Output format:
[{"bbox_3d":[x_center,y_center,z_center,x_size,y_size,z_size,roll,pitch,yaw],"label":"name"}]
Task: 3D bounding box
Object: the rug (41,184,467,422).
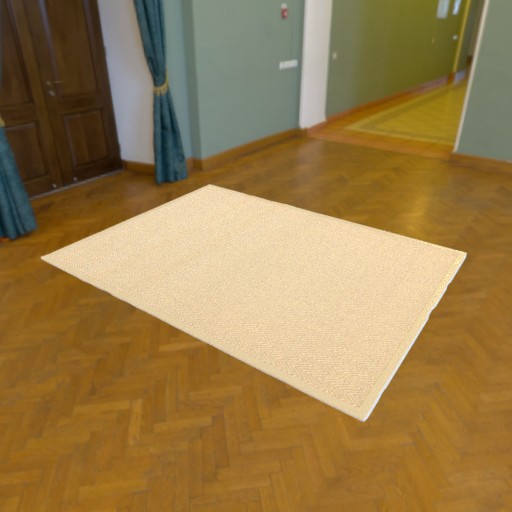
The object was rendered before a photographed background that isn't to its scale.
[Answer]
[{"bbox_3d":[0.000,0.000,4.727,3.659,0.037,2.734,19,35,30],"label":"rug"}]
